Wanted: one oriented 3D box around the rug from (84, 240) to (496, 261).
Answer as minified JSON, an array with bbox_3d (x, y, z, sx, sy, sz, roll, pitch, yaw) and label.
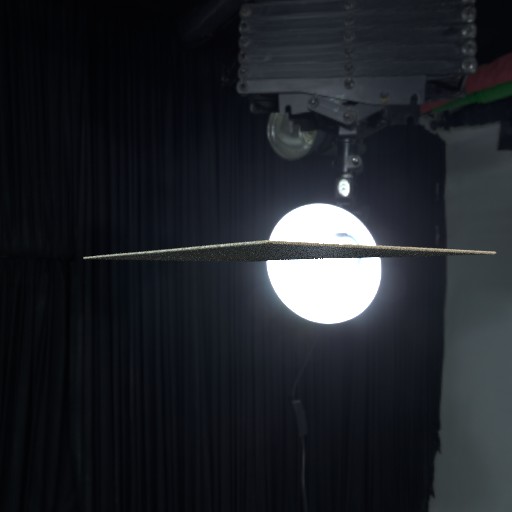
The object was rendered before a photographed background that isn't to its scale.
[{"bbox_3d":[0.000,0.000,2.282,1.240,0.010,1.824,1,-2,-36],"label":"rug"}]
